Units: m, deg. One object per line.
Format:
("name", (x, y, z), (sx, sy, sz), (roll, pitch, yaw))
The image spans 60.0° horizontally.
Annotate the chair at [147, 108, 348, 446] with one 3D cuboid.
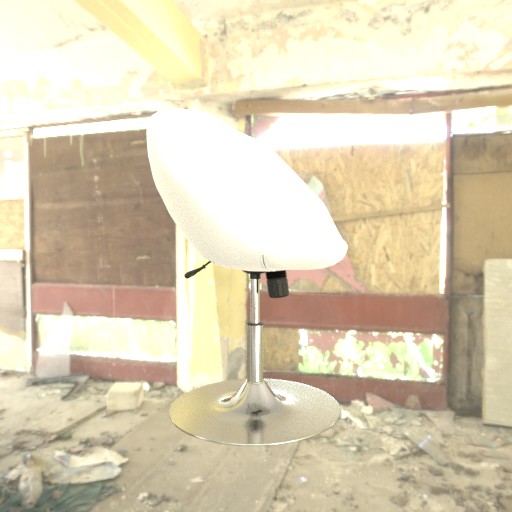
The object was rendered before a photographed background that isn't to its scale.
("chair", (0.000, 0.000, 1.831), (0.736, 1.261, 0.940), (2, 3, 35))
